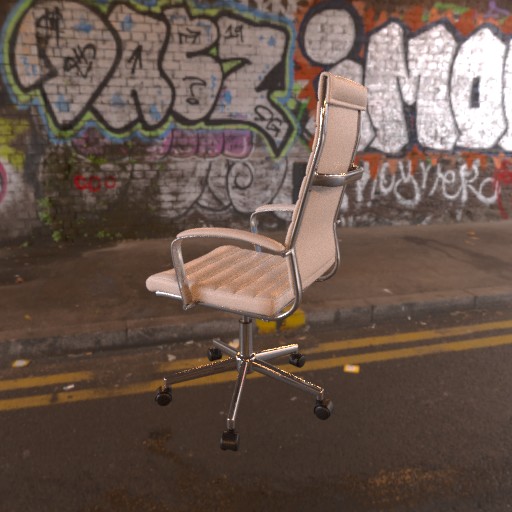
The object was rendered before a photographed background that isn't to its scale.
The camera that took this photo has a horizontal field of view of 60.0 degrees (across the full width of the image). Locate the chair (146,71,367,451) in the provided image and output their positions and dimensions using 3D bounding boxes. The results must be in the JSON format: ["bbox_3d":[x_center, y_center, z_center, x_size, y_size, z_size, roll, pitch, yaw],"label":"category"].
[{"bbox_3d":[0.000,0.000,1.589,0.679,1.149,0.679,7,17,25],"label":"chair"}]
